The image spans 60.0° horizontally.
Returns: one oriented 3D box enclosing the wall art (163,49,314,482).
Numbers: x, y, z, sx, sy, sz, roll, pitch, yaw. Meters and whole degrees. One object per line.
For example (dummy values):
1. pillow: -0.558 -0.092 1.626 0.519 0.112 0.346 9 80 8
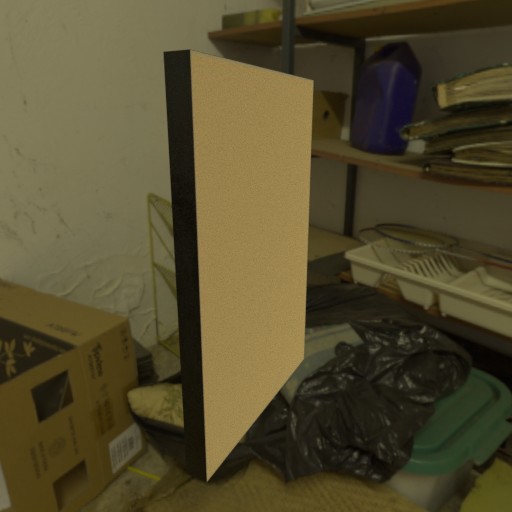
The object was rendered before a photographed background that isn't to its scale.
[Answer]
1. wall art: 0.000 0.000 0.586 0.031 0.457 0.313 8 18 26
